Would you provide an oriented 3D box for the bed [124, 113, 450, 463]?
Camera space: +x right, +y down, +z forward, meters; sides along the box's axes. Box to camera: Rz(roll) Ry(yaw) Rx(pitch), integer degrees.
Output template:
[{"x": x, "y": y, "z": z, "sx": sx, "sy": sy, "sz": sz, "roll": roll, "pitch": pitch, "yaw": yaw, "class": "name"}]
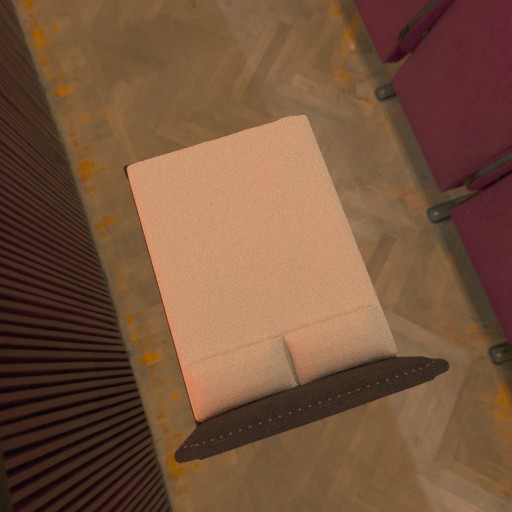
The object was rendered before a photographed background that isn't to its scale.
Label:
[{"x": 0.000, "y": 0.000, "z": 3.422, "sx": 1.713, "sy": 1.443, "sz": 2.372, "roll": -17, "pitch": 77, "yaw": -4, "class": "bed"}]
